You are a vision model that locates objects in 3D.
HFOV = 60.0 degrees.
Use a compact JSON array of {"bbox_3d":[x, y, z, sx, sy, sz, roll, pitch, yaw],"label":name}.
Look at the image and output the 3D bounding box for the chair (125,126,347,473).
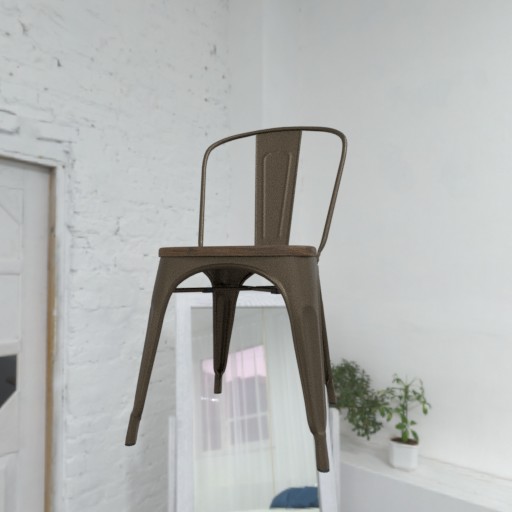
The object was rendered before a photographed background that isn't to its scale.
[{"bbox_3d":[0.000,0.000,1.173,0.451,0.844,0.532,0,-2,17],"label":"chair"}]
